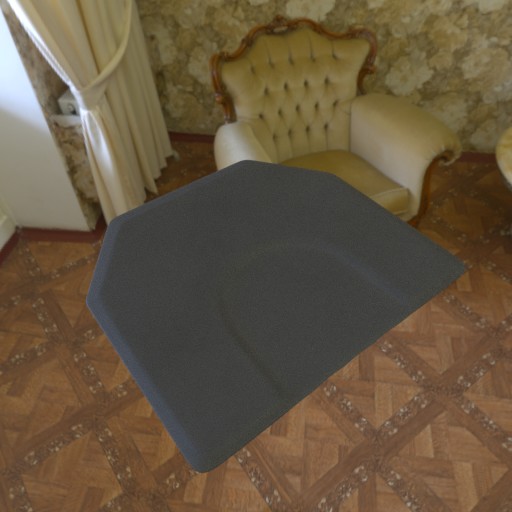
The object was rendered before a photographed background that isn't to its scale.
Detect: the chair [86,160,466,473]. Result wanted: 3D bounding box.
[{"bbox_3d":[0.000,0.000,1.918,1.372,0.024,1.219,-30,54,-25],"label":"chair"}]
